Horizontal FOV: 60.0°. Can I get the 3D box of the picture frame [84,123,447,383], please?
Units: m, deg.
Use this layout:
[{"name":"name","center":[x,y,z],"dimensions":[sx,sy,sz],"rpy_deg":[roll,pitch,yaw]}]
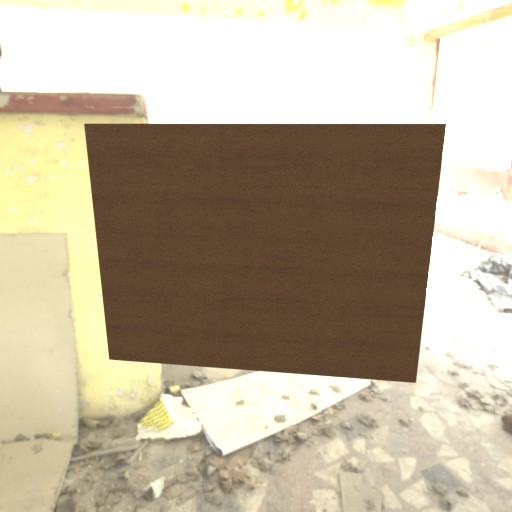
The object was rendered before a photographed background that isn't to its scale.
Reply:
[{"name":"picture frame","center":[0.000,0.000,1.777],"dimensions":[1.329,1.018,0.045],"rpy_deg":[2,17,8]}]
